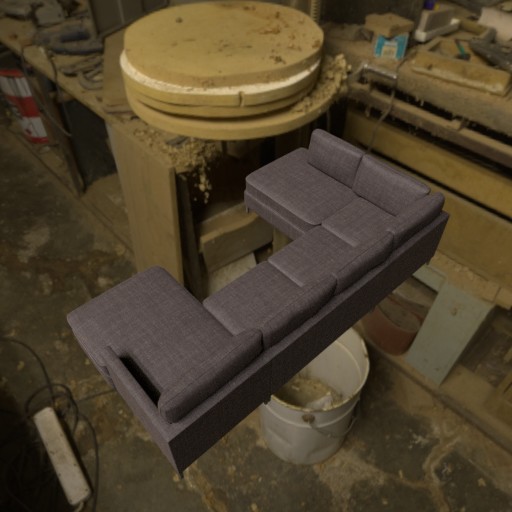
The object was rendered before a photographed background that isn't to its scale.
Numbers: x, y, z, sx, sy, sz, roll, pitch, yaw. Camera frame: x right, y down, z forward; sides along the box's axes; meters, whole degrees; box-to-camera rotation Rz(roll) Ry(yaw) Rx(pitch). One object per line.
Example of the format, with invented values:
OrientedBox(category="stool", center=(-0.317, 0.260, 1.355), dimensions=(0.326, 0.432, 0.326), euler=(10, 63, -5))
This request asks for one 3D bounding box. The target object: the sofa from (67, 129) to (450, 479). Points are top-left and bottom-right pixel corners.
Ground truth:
OrientedBox(category="sofa", center=(0.000, 0.000, 4.290), dimensions=(3.423, 0.999, 2.048), euler=(-33, 54, -28))
